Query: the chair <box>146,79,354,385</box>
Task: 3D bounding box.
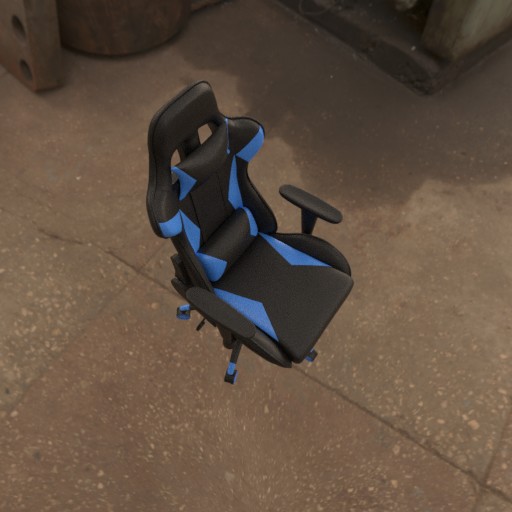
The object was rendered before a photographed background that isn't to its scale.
[{"bbox_3d":[0.000,0.000,1.749,0.730,1.282,0.695,31,63,18],"label":"chair"}]
